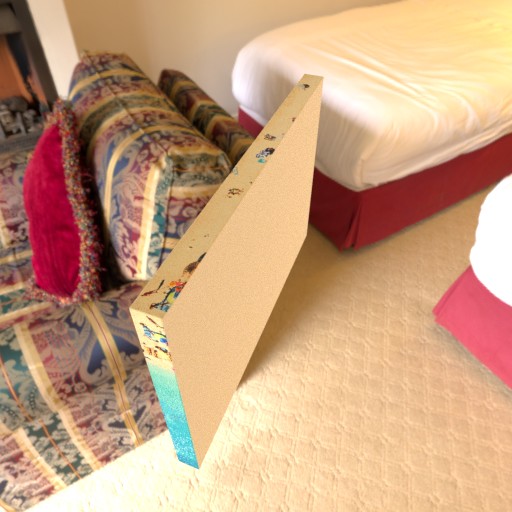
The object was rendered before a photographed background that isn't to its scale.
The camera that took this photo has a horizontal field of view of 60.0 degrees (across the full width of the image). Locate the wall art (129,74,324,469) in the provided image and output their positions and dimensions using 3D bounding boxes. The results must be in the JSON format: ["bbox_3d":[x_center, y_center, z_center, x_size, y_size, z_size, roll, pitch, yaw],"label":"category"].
[{"bbox_3d":[0.000,0.000,0.785,0.039,0.406,0.609,15,47,15],"label":"wall art"}]
